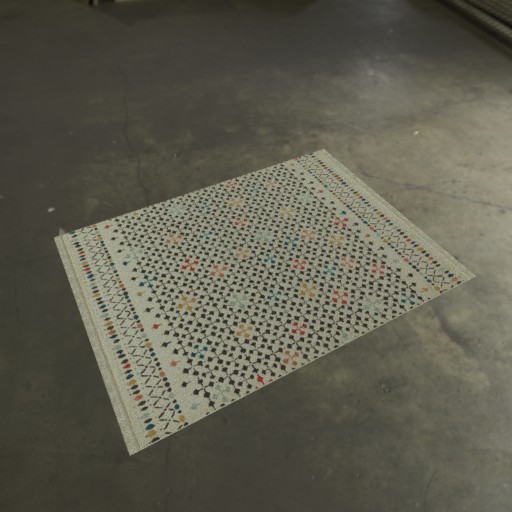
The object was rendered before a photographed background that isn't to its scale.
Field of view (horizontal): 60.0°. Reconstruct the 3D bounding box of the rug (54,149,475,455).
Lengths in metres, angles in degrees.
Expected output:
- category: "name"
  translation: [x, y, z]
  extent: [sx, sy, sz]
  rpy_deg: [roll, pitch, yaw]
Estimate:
- category: "rug"
  translation: [0.000, 0.000, 4.143]
  extent: [3.196, 0.007, 2.354]
  rpy_deg: [-22, 50, -20]
